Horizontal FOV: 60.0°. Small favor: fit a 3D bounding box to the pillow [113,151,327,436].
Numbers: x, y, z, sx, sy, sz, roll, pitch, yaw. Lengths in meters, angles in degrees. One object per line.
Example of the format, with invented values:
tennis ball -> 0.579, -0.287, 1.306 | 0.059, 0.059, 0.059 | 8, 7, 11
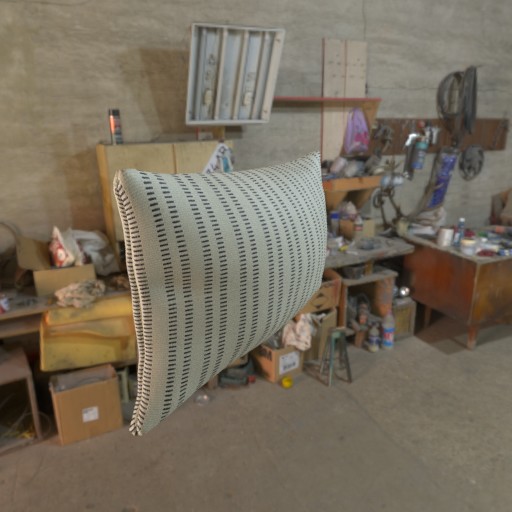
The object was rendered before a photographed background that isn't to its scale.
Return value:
pillow -> 0.000, 0.000, 0.808 | 0.210, 0.353, 0.640 | 8, 17, 27
